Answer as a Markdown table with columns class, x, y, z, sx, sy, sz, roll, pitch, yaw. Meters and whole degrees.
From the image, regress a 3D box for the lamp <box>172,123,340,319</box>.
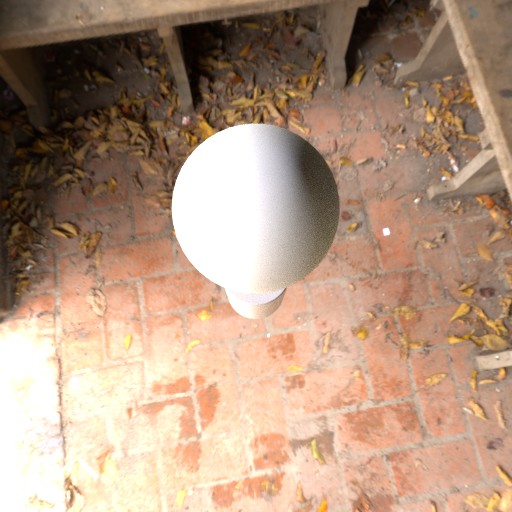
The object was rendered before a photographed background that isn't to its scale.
| class | x | y | z | sx | sy | sz | roll | pitch | yaw |
| --- | --- | --- | --- | --- | --- | --- | --- | --- | --- |
| lamp | 0.000 | 0.000 | 0.569 | 0.153 | 0.480 | 0.153 | 0 | 75 | 0 |
